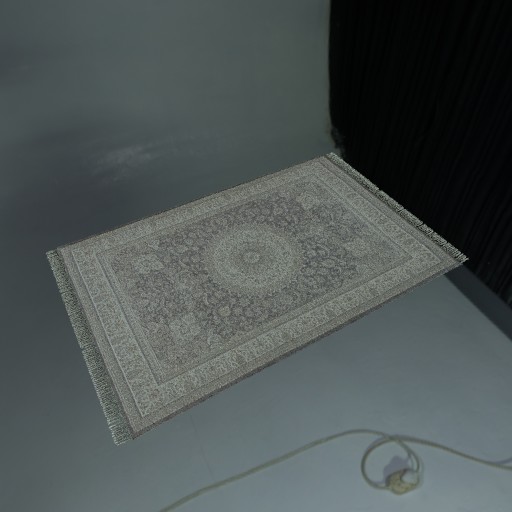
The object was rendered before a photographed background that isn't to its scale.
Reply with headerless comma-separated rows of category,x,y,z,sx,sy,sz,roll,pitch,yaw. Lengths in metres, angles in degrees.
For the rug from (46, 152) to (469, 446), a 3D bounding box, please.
rug,0.000,0.000,3.000,2.440,0.010,1.528,-23,50,-21
